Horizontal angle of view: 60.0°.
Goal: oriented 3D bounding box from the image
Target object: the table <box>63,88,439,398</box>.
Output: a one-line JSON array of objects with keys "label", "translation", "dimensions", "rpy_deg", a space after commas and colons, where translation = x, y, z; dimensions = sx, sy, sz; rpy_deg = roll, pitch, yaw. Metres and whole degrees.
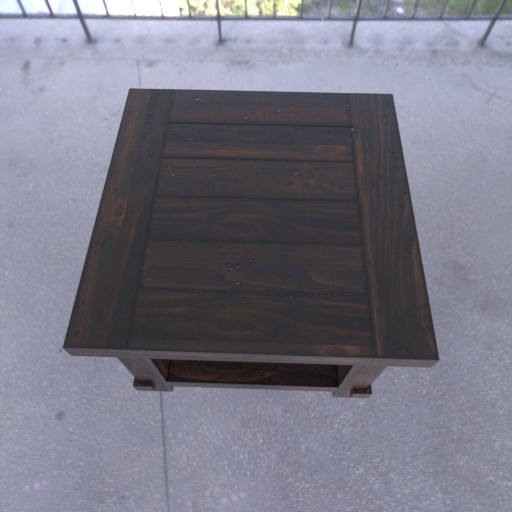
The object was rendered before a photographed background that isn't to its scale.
[{"label": "table", "translation": [0.000, 0.000, 1.033], "dimensions": [0.593, 0.437, 0.606], "rpy_deg": [2, 60, 1]}]
